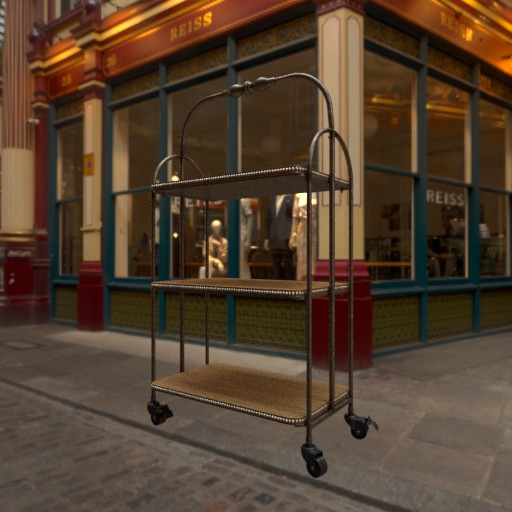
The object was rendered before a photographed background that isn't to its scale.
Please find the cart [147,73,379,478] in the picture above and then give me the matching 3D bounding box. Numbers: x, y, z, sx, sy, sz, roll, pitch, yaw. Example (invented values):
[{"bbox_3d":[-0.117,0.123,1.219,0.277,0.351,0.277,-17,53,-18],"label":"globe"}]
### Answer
[{"bbox_3d":[0.000,0.000,1.323,0.650,1.052,0.330,0,0,35],"label":"cart"}]
